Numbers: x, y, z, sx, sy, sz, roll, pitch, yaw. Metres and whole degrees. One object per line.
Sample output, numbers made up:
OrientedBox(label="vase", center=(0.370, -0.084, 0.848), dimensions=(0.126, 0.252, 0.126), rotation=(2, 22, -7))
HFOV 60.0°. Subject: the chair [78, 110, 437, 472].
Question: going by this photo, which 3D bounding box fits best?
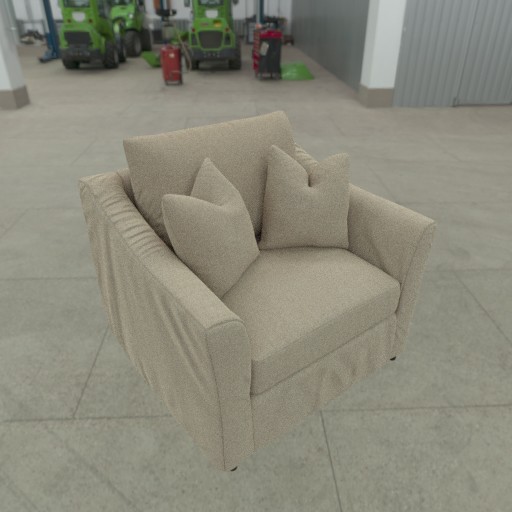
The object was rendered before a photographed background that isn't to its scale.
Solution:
OrientedBox(label="chair", center=(0.000, 0.000, 2.047), dimensions=(1.194, 1.093, 1.071), rotation=(-21, 36, -32))
